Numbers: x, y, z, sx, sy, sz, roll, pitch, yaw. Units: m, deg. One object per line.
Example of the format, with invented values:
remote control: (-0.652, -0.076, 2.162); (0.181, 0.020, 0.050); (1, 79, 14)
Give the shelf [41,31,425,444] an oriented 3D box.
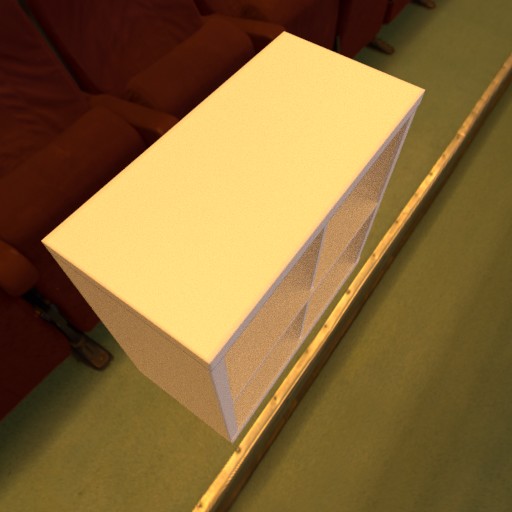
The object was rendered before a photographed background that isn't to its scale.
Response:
shelf: (0.000, 0.000, 1.245); (0.390, 0.786, 0.790); (32, 64, 18)
